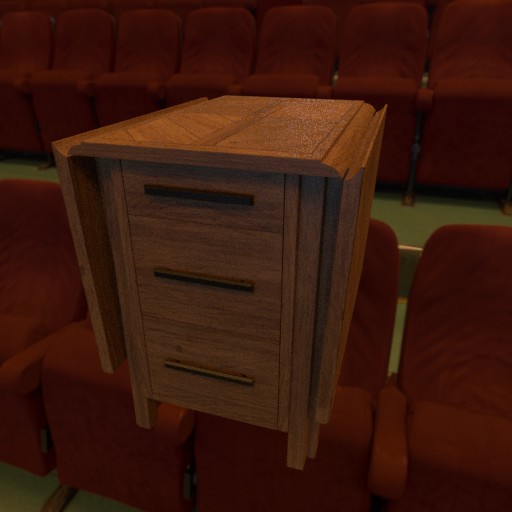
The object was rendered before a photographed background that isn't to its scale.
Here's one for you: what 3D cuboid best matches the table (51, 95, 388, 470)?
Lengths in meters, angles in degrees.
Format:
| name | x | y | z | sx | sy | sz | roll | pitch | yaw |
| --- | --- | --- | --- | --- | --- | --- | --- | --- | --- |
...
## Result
| name | x | y | z | sx | sy | sz | roll | pitch | yaw |
| --- | --- | --- | --- | --- | --- | --- | --- | --- | --- |
| table | 0.000 | 0.000 | 1.254 | 0.591 | 0.763 | 0.746 | 8 | 27 | 16 |
